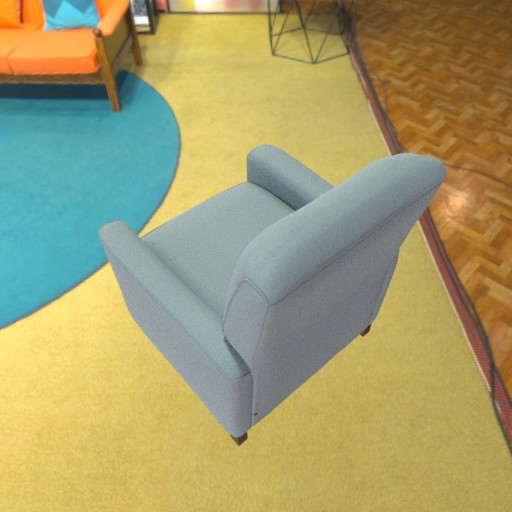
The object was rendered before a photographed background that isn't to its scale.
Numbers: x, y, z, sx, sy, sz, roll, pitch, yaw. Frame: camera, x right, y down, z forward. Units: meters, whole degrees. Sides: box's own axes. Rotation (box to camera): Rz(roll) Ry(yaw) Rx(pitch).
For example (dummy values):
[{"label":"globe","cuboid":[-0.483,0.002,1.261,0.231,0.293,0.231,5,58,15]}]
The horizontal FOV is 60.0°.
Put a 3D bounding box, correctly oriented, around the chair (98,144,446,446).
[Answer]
[{"label":"chair","cuboid":[0.000,0.000,1.612,0.853,1.007,0.846,-33,56,-26]}]
